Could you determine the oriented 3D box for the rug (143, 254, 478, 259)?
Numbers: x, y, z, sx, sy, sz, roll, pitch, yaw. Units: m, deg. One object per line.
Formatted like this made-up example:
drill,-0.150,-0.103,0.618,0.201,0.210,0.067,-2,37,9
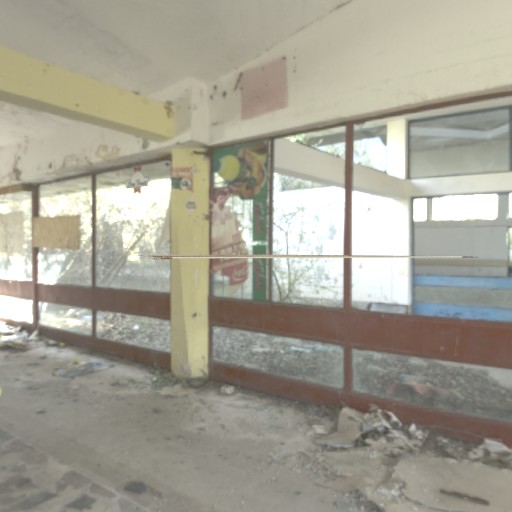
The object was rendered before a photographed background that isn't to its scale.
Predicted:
rug,0.000,0.000,2.426,1.268,0.007,1.918,0,0,-17
